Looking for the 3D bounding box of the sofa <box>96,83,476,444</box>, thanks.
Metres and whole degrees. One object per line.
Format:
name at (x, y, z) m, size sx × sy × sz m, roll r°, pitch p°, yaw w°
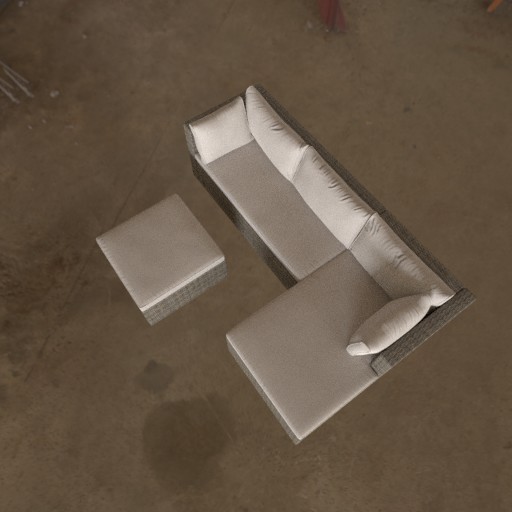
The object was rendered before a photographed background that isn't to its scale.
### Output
sofa at (0.000, 0.000, 3.025) m, size 1.662 × 0.766 × 2.192 m, roll -33°, pitch 68°, yaw -15°
